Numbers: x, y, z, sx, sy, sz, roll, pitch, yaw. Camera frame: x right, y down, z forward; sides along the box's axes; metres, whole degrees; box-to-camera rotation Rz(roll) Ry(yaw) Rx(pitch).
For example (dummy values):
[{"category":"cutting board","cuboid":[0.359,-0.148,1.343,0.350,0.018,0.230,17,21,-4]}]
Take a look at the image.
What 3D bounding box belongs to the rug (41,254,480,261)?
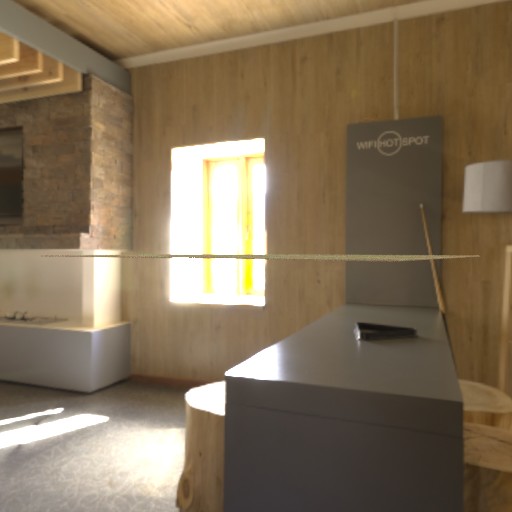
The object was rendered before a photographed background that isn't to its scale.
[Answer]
[{"category":"rug","cuboid":[0.000,0.000,2.771,2.286,0.006,1.524,0,1,36]}]
